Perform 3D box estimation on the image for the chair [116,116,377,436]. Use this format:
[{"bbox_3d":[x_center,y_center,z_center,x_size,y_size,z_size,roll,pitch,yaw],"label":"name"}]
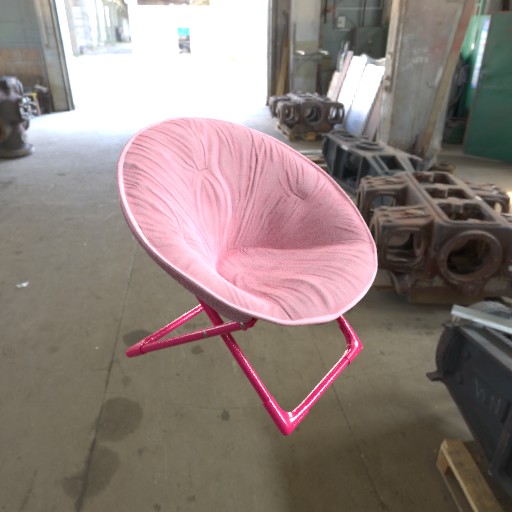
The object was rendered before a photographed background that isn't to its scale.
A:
[{"bbox_3d":[0.000,0.000,0.896,0.459,0.494,0.522,19,32,33],"label":"chair"}]
